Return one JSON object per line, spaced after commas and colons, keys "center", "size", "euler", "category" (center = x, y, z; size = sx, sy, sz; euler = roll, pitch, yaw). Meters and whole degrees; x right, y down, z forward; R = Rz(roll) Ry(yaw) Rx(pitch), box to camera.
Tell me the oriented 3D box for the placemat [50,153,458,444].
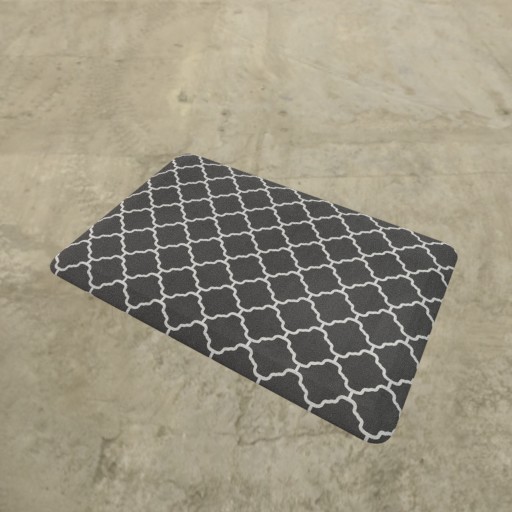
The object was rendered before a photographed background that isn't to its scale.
{"center": [0.000, 0.000, 0.961], "size": [0.762, 0.021, 0.508], "euler": [23, 51, 20], "category": "placemat"}
